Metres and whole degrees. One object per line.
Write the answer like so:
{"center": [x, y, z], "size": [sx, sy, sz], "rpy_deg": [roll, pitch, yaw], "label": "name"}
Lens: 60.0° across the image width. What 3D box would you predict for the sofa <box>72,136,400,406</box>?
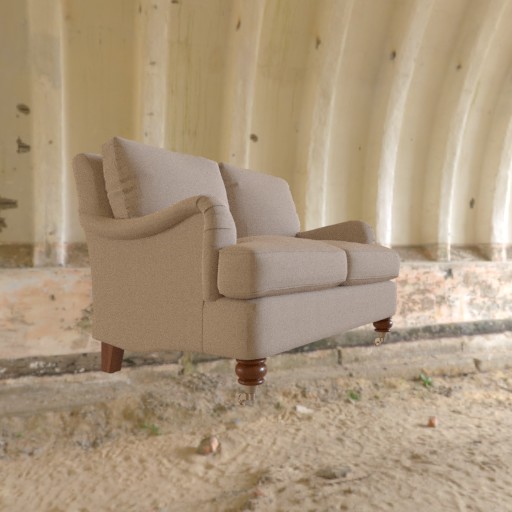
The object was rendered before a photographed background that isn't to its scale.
{"center": [0.000, 0.000, 2.303], "size": [1.087, 1.048, 1.508], "rpy_deg": [0, 0, 36], "label": "sofa"}
